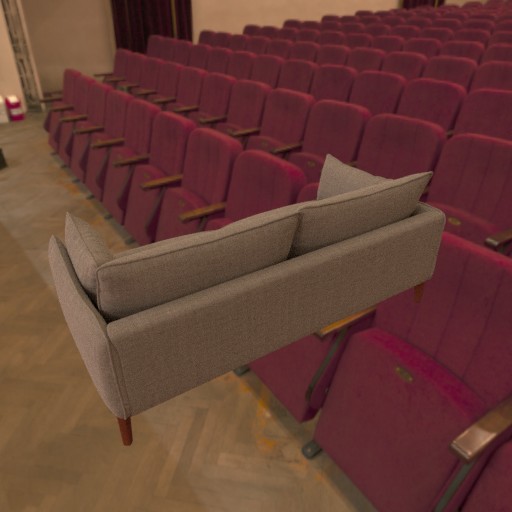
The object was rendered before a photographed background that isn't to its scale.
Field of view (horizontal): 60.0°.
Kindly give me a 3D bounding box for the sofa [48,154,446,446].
[{"bbox_3d":[0.000,0.000,2.436,1.989,0.851,0.972,-18,35,-28],"label":"sofa"}]
